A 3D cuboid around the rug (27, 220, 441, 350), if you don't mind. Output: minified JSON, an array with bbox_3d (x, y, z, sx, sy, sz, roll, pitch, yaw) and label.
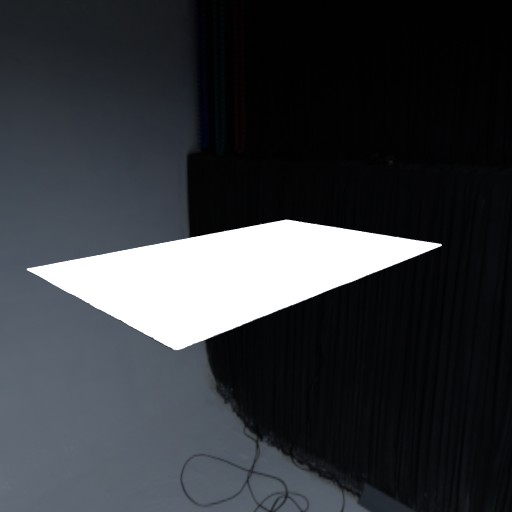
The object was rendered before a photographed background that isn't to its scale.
[{"bbox_3d":[0.000,0.000,3.018,1.546,0.010,2.442,14,20,43],"label":"rug"}]
